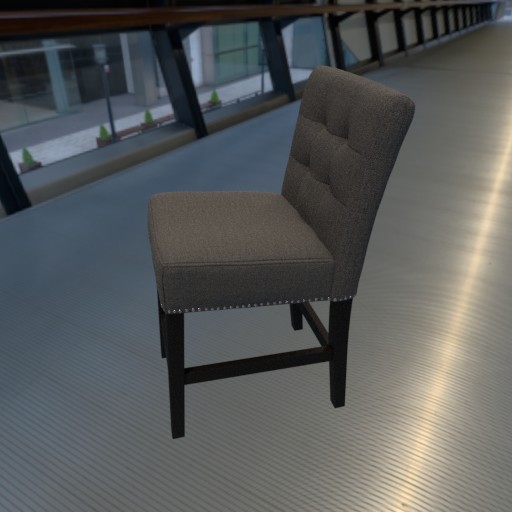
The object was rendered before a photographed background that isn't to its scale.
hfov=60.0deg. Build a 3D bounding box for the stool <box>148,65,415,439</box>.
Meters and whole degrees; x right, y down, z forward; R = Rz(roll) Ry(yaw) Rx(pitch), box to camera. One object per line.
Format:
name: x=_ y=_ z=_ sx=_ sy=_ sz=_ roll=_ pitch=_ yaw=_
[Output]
stool: x=0.000 y=0.000 z=1.193 sx=0.571 sy=0.885 sz=0.427 roll=-8 pitch=32 yaw=-13
